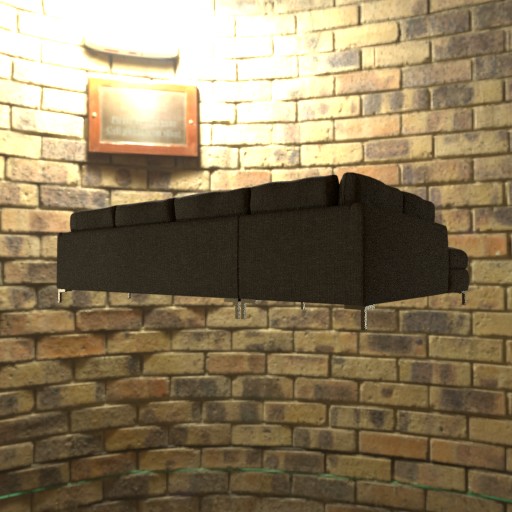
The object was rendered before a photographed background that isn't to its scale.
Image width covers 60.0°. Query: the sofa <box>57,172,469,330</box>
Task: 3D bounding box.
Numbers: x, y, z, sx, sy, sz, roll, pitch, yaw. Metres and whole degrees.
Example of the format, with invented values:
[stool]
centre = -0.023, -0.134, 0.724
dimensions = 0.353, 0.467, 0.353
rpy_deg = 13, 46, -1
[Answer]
[sofa]
centre = 0.000, 0.000, 3.791
dimensions = 2.949, 0.815, 2.007
rpy_deg = -1, -2, 38
